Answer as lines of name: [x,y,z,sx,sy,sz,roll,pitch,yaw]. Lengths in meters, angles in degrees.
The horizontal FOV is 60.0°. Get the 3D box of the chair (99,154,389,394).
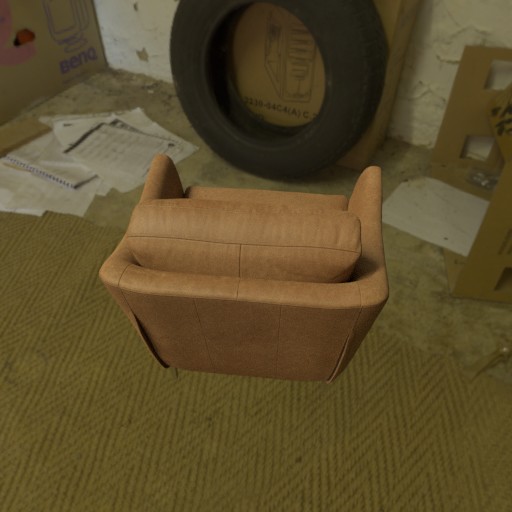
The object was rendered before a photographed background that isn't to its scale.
chair: [0.000,0.000,1.723,0.988,0.895,0.963,4,46,4]
